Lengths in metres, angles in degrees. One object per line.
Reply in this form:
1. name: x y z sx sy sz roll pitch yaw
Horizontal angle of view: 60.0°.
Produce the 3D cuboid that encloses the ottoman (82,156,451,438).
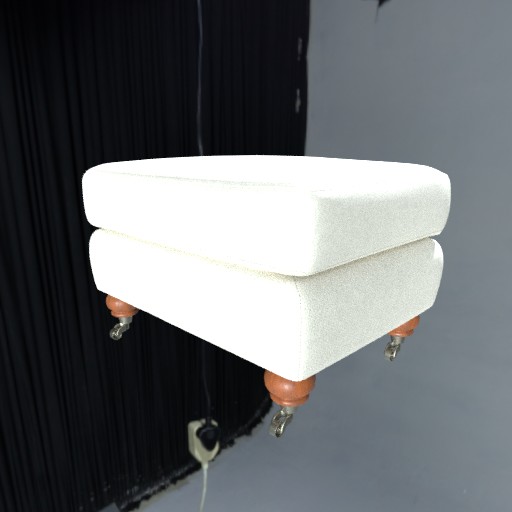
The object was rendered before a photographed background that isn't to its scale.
1. ottoman: 0.000 0.000 1.137 0.773 0.499 0.569 13 19 43
